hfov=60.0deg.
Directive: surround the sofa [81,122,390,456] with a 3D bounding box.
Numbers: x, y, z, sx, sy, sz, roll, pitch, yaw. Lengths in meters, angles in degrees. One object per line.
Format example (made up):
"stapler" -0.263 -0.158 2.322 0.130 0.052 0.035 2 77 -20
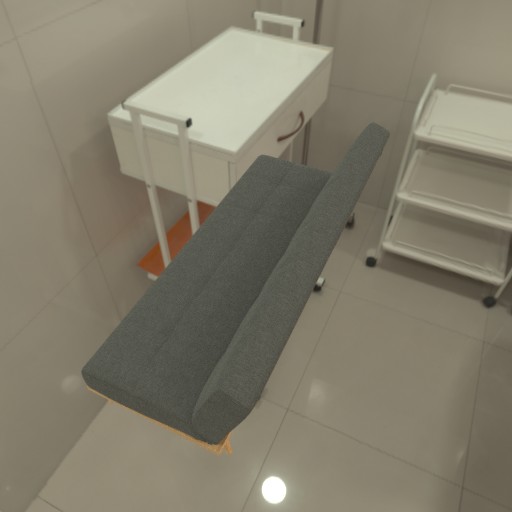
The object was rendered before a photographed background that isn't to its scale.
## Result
"sofa" 0.000 0.000 2.276 0.820 0.770 1.820 19 49 17
